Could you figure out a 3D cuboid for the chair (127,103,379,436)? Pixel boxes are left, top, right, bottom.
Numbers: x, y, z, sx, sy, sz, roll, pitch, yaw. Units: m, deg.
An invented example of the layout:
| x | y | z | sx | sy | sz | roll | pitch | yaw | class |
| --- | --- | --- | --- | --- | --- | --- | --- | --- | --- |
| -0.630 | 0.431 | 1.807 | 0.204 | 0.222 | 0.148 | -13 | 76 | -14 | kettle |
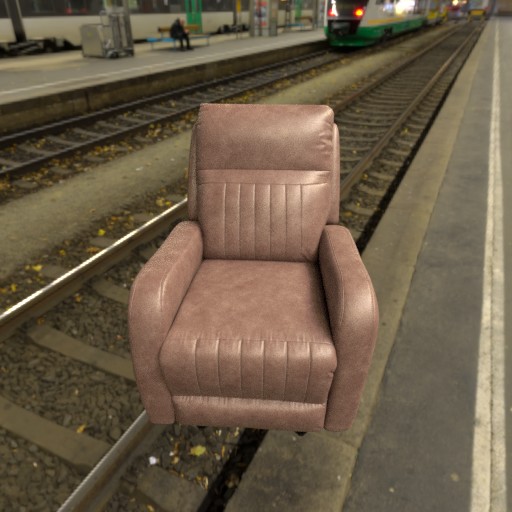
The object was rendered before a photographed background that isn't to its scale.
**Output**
| x | y | z | sx | sy | sz | roll | pitch | yaw | class |
| --- | --- | --- | --- | --- | --- | --- | --- | --- | --- |
| 0.000 | 0.000 | 1.850 | 0.865 | 1.067 | 1.067 | 2 | 30 | 4 | chair |
